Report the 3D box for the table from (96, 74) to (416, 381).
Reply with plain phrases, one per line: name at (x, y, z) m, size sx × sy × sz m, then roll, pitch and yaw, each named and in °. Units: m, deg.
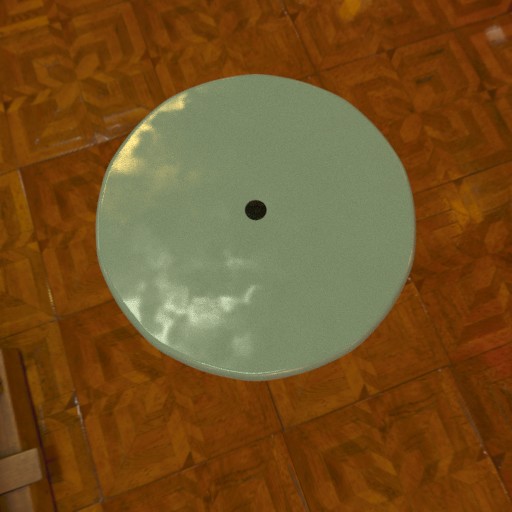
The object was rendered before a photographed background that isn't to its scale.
table at (0.000, 0.000, 0.660) m, size 0.352 × 0.387 × 0.352 m, roll 0°, pitch 75°, yaw 0°
